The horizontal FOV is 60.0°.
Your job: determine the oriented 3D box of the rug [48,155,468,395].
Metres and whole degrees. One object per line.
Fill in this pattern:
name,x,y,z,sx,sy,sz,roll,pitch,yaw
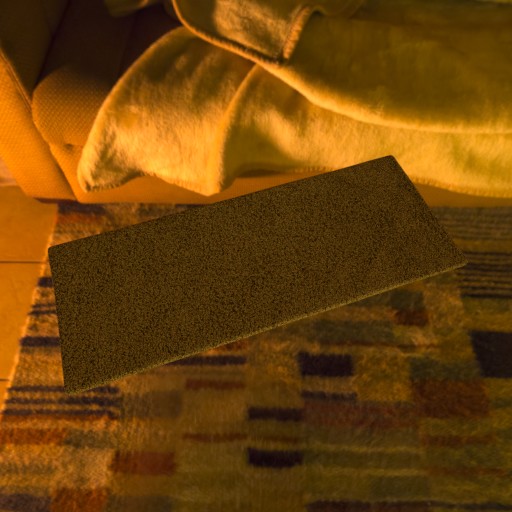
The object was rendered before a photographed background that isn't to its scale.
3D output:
rug,0.000,0.000,1.727,1.524,0.030,0.609,-17,59,-10
